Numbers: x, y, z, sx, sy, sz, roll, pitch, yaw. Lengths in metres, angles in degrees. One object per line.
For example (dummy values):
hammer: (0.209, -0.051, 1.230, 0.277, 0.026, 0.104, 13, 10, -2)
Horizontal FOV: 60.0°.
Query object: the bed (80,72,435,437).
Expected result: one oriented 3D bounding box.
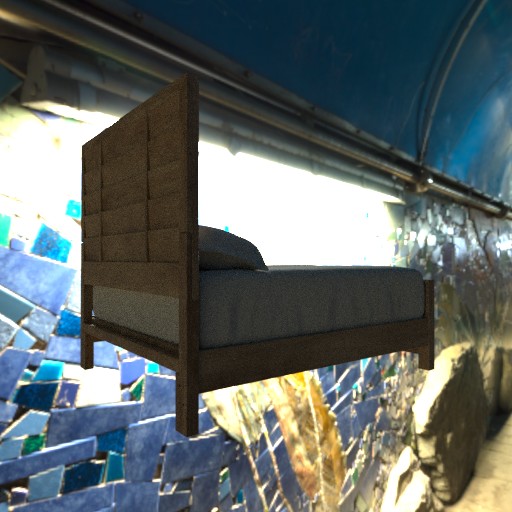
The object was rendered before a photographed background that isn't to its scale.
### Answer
bed: (0.000, 0.000, 3.224, 2.017, 1.631, 1.615, 0, 0, -37)
